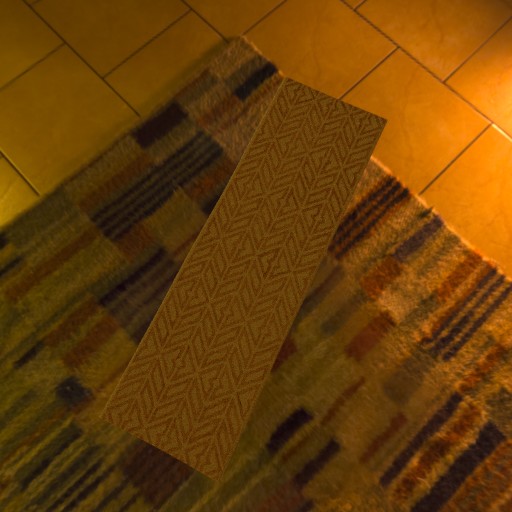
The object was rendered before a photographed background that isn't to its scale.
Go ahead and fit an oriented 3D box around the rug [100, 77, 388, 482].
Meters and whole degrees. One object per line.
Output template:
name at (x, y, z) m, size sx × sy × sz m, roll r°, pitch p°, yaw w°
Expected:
rug at (0.000, 0.000, 2.699) m, size 0.750 × 0.009 × 2.435 m, roll 25°, pitch 77°, yaw 6°
